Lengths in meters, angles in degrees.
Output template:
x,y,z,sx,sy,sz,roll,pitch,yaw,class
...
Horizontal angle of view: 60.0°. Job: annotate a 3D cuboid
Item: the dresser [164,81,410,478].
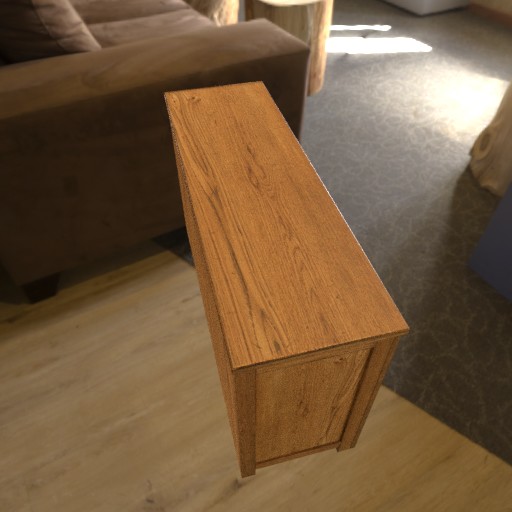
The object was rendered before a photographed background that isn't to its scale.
x,y,z,sx,sy,sz,roll,pitch,yaw,class
0.000,0.000,2.130,0.563,0.932,1.657,-11,47,-10,dresser
